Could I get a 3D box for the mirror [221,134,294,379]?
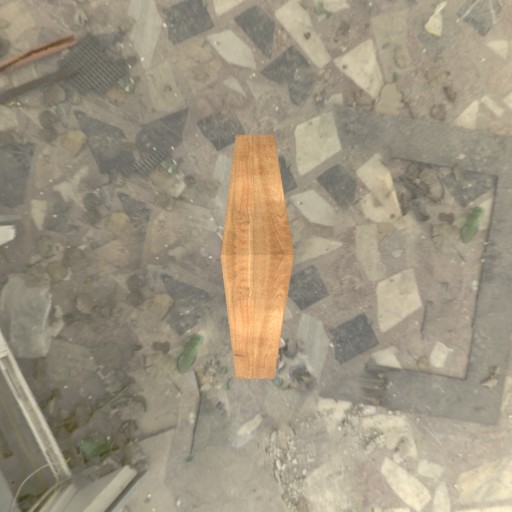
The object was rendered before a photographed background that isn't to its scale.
[{"bbox_3d":[0.000,0.000,0.872,0.100,0.548,0.631,0,90,0],"label":"mirror"}]
